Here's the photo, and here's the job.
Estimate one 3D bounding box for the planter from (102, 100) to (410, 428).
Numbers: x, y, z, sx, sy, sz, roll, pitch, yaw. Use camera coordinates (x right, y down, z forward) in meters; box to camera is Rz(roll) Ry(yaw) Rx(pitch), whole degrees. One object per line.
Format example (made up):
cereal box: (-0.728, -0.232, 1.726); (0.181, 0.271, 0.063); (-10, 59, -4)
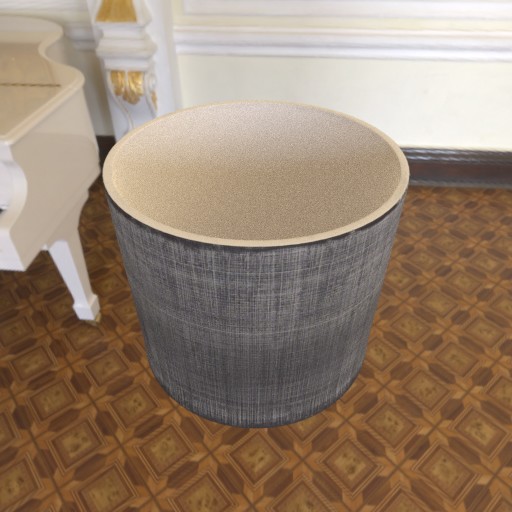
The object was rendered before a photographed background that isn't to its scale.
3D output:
planter: (0.000, 0.000, 0.315); (0.178, 0.157, 0.178); (0, 40, 0)
